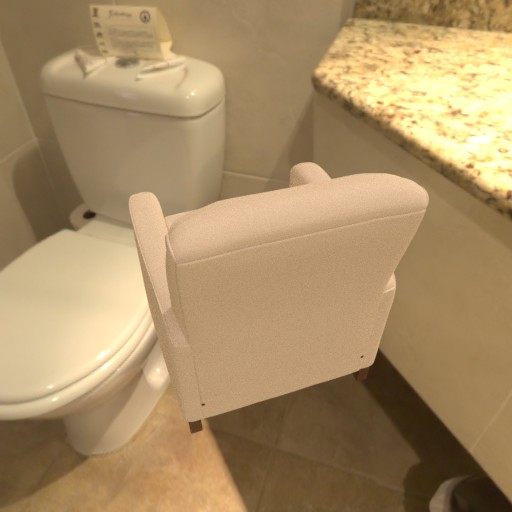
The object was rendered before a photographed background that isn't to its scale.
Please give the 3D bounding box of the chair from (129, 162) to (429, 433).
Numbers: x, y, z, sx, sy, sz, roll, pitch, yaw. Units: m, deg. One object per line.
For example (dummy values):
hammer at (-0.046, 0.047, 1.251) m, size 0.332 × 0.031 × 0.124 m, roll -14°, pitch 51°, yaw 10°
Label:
chair at (0.000, 0.000, 1.663) m, size 0.841 × 1.028 × 0.858 m, roll -13°, pitch 44°, yaw -14°
